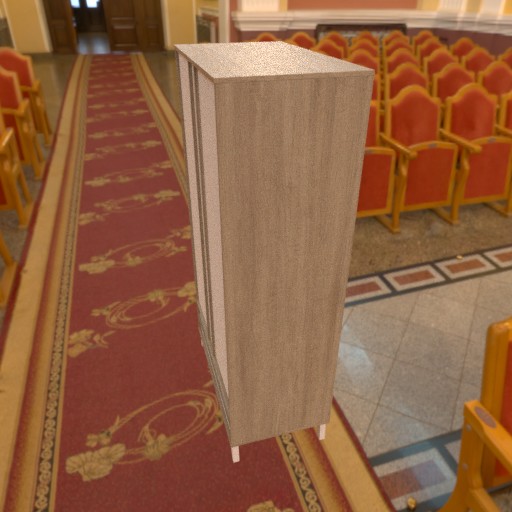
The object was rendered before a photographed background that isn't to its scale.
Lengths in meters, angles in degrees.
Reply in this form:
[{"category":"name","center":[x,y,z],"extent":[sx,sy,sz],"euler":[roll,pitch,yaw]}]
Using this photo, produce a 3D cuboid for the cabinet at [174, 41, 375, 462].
[{"category":"cabinet","center":[0.000,0.000,2.404],"extent":[0.571,1.999,1.006],"euler":[-9,32,-14]}]
